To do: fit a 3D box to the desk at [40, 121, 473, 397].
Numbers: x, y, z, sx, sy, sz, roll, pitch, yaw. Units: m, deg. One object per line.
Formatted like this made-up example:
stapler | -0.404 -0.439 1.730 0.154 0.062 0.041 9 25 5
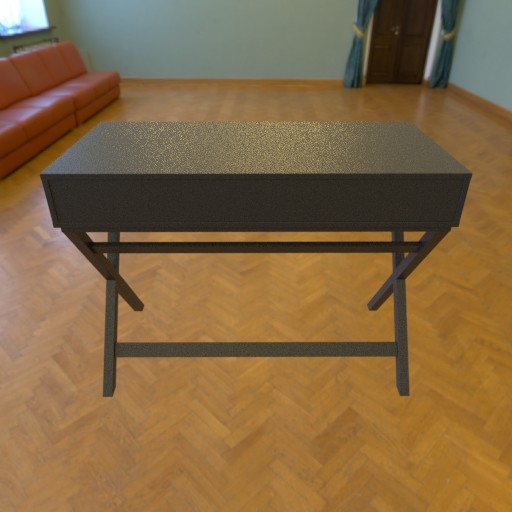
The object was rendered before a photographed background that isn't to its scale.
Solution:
desk | 0.000 0.000 1.506 1.057 0.780 0.525 0 31 0
